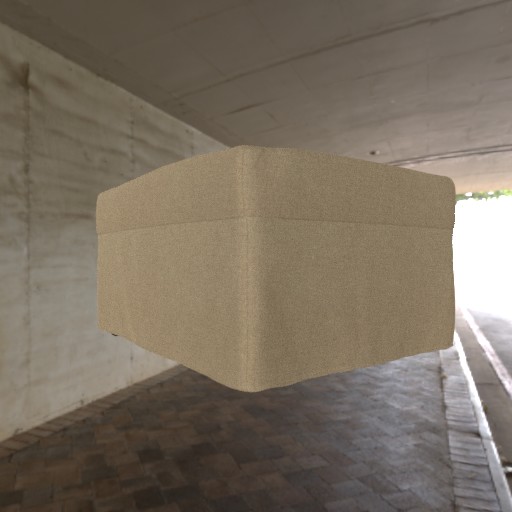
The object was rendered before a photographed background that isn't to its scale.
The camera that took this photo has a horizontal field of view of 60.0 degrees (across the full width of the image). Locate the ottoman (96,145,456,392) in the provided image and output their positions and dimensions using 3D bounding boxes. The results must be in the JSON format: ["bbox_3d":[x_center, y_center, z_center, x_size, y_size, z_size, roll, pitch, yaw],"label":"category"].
[{"bbox_3d":[0.000,0.000,1.241,0.650,0.485,0.833,0,0,-36],"label":"ottoman"}]
